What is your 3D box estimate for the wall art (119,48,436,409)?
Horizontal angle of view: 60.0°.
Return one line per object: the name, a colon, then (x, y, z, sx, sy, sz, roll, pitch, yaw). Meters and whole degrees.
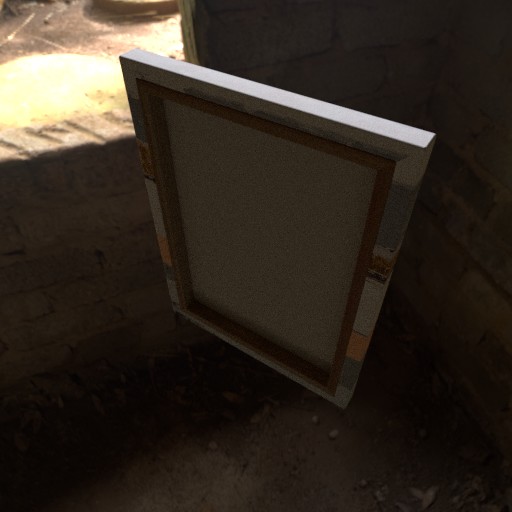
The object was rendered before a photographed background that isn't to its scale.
wall art: (0.000, 0.000, 0.784, 0.456, 0.609, 0.038, 25, 51, 23)
